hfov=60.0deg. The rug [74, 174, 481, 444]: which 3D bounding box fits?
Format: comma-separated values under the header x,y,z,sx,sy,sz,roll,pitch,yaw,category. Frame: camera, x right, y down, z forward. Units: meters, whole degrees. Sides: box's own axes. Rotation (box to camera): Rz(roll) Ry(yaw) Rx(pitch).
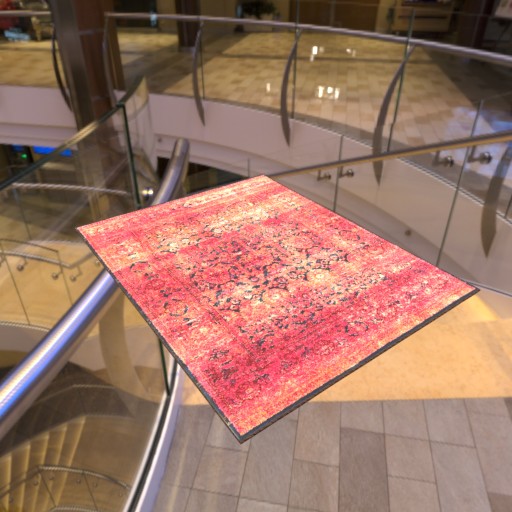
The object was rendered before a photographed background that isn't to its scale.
x,y,z,sx,sy,sz,roll,pitch,yaw,category
0.000,0.000,4.103,2.411,0.020,3.032,-22,39,-29,rug
